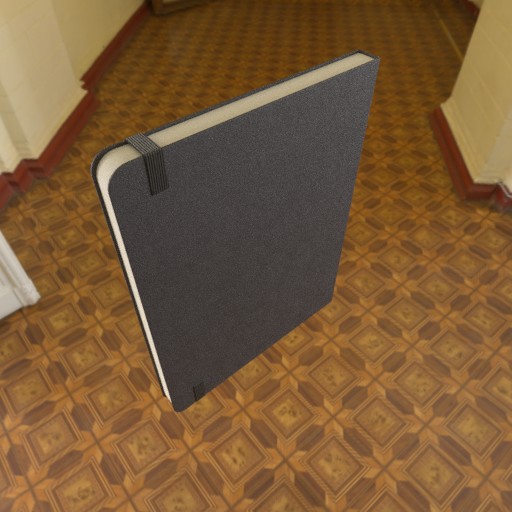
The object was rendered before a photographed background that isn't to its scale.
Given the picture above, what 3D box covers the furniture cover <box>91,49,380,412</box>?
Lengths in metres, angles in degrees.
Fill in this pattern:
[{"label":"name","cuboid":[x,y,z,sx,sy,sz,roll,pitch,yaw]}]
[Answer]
[{"label":"furniture cover","cuboid":[0.000,0.000,0.374,0.216,0.281,0.023,-31,54,-27]}]
